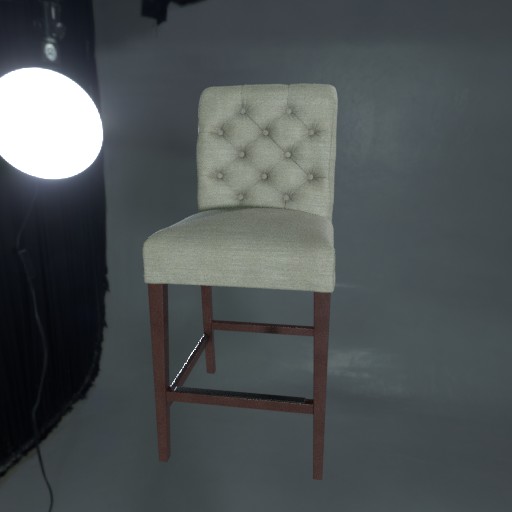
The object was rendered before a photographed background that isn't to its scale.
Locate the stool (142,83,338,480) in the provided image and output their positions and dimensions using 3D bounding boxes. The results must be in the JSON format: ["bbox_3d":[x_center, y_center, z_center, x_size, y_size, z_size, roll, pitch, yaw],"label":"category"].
[{"bbox_3d":[0.000,0.000,1.405,0.486,1.084,0.660,2,15,9],"label":"stool"}]
